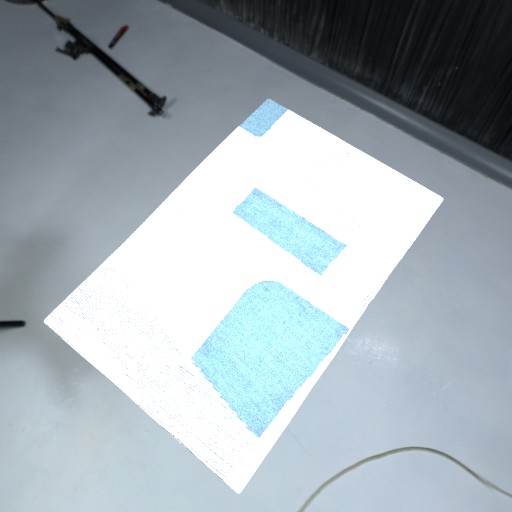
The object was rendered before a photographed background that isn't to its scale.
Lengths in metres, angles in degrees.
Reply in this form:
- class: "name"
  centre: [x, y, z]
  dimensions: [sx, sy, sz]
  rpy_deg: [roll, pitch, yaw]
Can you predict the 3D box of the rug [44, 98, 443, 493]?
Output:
- class: "rug"
  centre: [0.000, 0.000, 2.337]
  dimensions: [1.238, 0.020, 1.847]
  rpy_deg: [35, 69, 15]
